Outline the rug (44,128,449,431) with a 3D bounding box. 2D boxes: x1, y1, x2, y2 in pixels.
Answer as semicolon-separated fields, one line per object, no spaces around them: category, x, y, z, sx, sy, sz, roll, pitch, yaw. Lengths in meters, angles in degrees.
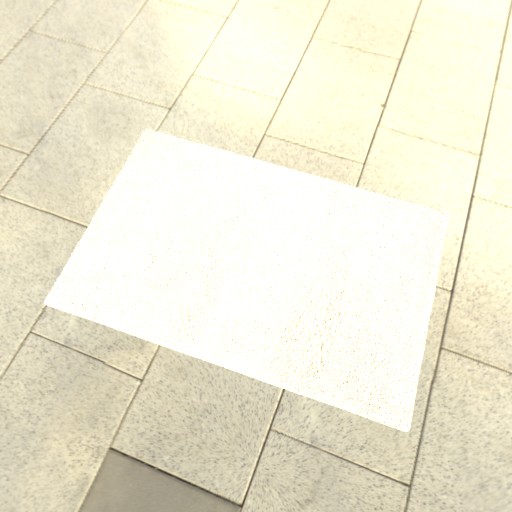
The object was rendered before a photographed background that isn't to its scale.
rug;0.000;0.000;3.469;2.743;0.030;1.778;17;66;8
